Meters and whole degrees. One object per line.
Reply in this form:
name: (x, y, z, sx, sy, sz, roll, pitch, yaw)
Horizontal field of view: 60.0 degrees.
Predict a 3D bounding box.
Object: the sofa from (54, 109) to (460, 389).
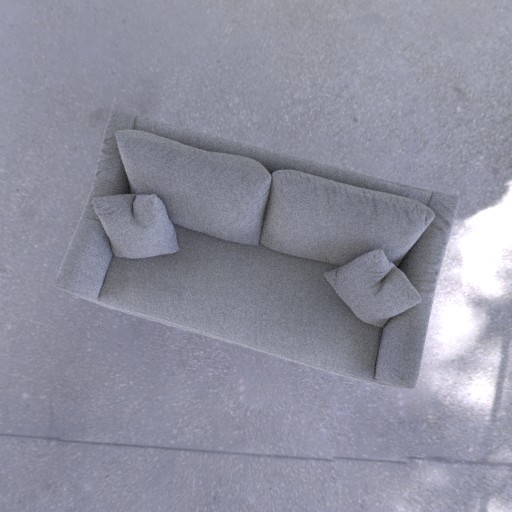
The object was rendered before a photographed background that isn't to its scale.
sofa: (0.000, 0.000, 2.651, 2.010, 1.018, 1.072, 15, 76, 4)
